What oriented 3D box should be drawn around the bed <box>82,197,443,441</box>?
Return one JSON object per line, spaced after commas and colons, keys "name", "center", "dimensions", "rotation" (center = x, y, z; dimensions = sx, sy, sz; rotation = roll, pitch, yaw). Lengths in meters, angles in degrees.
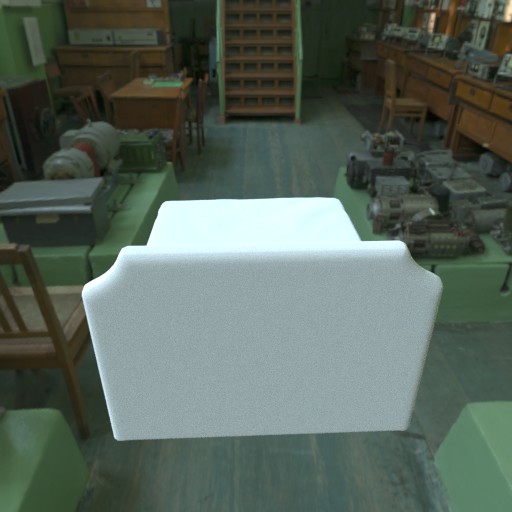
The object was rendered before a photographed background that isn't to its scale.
{"name": "bed", "center": [0.000, 0.000, 3.831], "dimensions": [2.134, 1.524, 2.548], "rotation": [-1, 30, -2]}
